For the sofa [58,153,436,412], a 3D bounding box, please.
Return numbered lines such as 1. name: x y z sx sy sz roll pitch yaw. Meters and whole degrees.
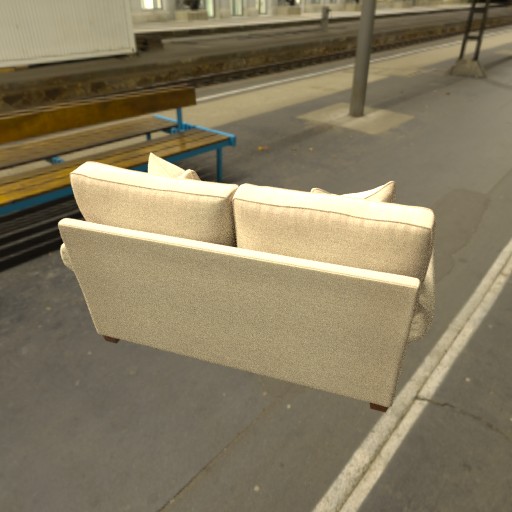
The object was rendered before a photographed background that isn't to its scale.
1. sofa: 0.000 0.000 2.275 1.701 0.966 0.966 10 32 16
